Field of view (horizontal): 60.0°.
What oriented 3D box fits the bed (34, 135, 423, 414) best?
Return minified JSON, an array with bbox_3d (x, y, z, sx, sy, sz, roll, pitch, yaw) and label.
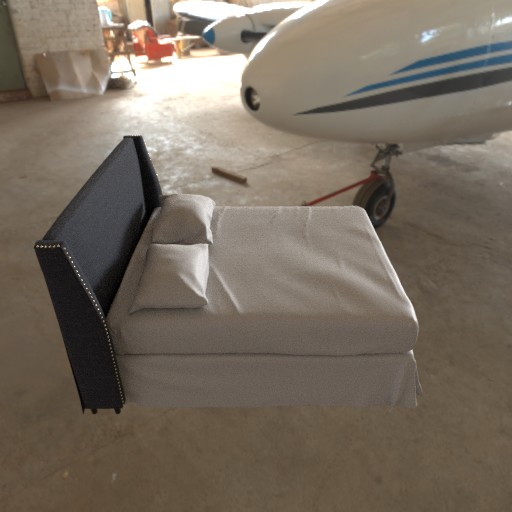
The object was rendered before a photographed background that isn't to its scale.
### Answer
[{"bbox_3d":[0.000,0.000,3.369,2.276,1.332,1.925,0,32,0],"label":"bed"}]
